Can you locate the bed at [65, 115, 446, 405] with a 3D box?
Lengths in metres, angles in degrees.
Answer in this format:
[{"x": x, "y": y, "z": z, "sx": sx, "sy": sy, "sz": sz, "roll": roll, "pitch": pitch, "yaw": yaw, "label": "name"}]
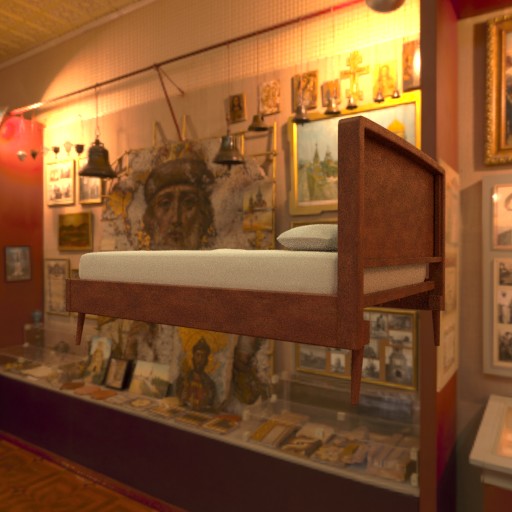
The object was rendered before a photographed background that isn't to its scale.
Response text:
[{"x": 0.000, "y": 0.000, "z": 3.161, "sx": 2.196, "sy": 1.275, "sz": 1.587, "roll": 0, "pitch": 1, "yaw": 35, "label": "bed"}]
